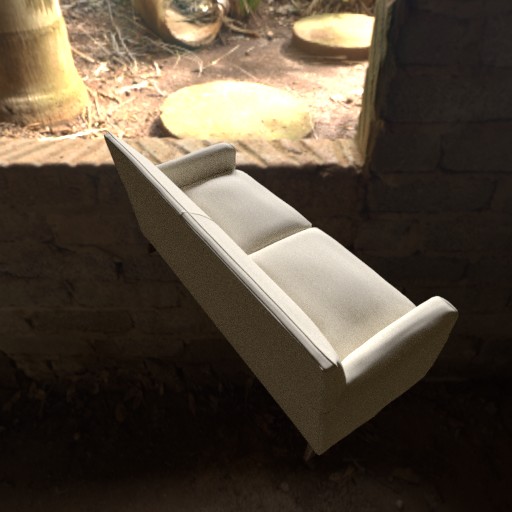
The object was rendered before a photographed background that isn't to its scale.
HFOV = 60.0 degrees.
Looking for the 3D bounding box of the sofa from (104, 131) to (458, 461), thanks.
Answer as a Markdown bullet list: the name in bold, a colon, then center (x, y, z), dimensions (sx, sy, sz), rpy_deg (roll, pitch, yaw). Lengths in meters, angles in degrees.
- **sofa**: center (0.000, 0.000, 2.452), dimensions (0.841, 0.907, 2.001), rpy_deg (-24, 46, -25)
